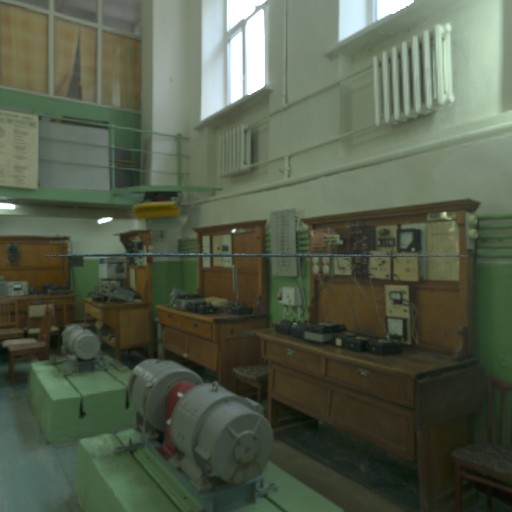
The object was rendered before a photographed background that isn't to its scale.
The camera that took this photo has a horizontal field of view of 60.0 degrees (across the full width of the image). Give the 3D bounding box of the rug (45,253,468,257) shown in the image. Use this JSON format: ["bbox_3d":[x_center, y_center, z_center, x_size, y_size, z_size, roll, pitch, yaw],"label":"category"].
[{"bbox_3d":[0.000,0.000,4.203,3.291,0.013,2.337,0,0,-35],"label":"rug"}]
